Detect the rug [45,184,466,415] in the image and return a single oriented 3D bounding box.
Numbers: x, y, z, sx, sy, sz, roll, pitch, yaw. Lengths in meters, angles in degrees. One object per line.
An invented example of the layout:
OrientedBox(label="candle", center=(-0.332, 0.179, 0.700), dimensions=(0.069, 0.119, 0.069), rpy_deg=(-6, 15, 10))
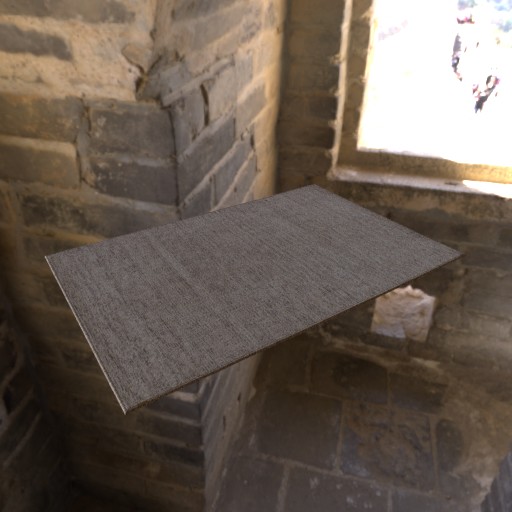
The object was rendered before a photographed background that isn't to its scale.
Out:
OrientedBox(label="rug", center=(0.000, 0.000, 2.299), dimensions=(1.822, 0.018, 1.211), rpy_deg=(-19, 35, -29))
